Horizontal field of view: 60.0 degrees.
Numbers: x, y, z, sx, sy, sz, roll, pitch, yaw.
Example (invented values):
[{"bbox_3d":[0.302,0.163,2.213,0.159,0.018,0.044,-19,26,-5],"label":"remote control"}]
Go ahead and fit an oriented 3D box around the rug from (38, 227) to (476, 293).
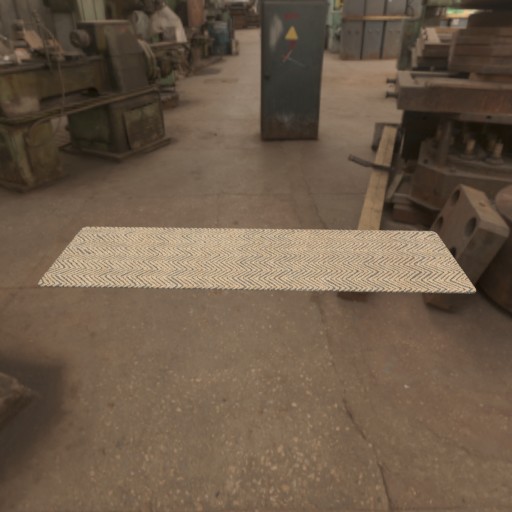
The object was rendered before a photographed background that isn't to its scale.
[{"bbox_3d":[0.000,0.000,2.585,2.286,0.008,0.686,1,30,1],"label":"rug"}]
